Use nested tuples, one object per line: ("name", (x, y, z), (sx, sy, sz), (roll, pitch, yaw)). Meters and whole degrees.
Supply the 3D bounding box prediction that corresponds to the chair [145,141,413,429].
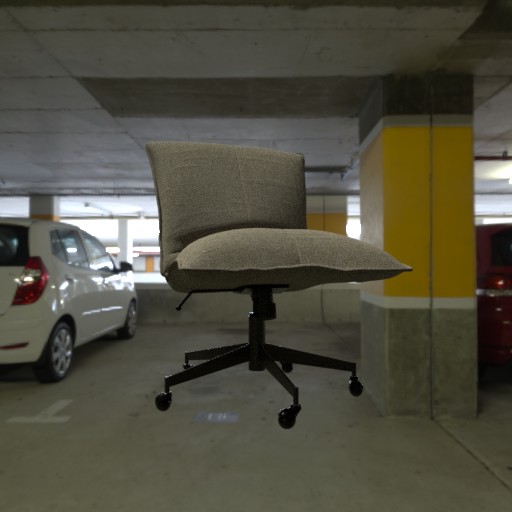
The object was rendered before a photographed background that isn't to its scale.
("chair", (0.000, 0.000, 1.291), (0.597, 0.811, 0.696), (0, -2, -17))
